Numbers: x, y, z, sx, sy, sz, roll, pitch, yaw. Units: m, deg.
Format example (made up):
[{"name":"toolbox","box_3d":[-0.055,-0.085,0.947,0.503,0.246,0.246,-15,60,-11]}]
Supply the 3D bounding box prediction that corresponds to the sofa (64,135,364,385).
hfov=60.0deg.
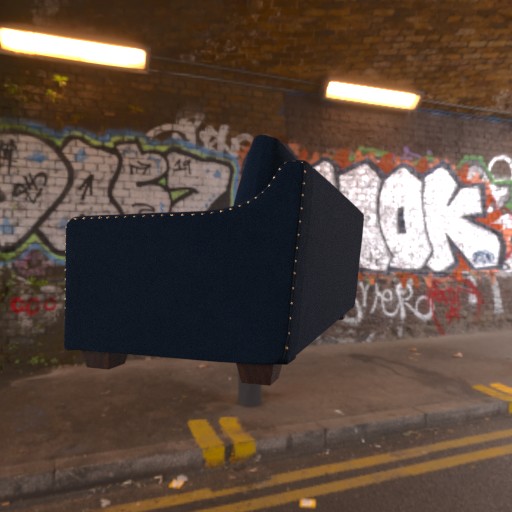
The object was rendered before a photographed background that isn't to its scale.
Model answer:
[{"name":"sofa","box_3d":[0.000,0.000,2.732,1.104,0.983,2.107,0,0,19]}]
